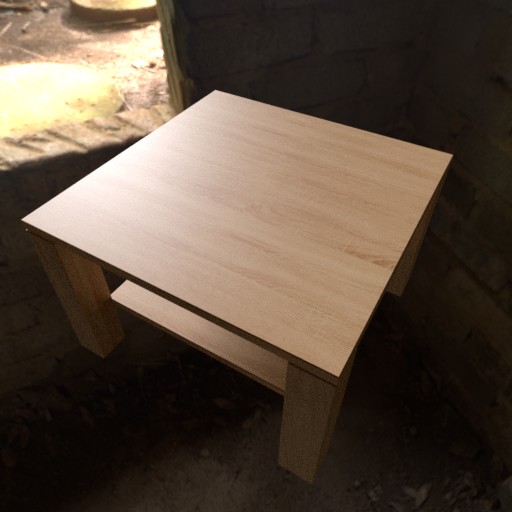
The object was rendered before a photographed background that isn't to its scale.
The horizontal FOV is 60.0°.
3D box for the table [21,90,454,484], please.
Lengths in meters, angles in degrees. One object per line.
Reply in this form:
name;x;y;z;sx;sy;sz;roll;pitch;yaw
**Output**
table;0.000;0.000;1.146;0.700;0.450;0.700;23;49;21
